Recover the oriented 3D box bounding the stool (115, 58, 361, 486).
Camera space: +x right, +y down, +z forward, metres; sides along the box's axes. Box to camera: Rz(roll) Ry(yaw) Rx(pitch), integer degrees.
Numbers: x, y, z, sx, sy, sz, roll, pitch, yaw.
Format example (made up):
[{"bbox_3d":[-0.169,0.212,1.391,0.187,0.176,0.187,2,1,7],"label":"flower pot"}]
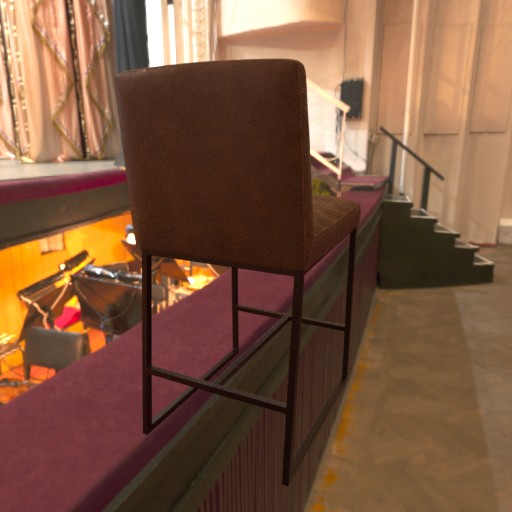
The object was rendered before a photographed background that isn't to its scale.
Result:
[{"bbox_3d":[0.000,0.000,1.244,0.463,0.942,0.562,8,17,25],"label":"stool"}]
